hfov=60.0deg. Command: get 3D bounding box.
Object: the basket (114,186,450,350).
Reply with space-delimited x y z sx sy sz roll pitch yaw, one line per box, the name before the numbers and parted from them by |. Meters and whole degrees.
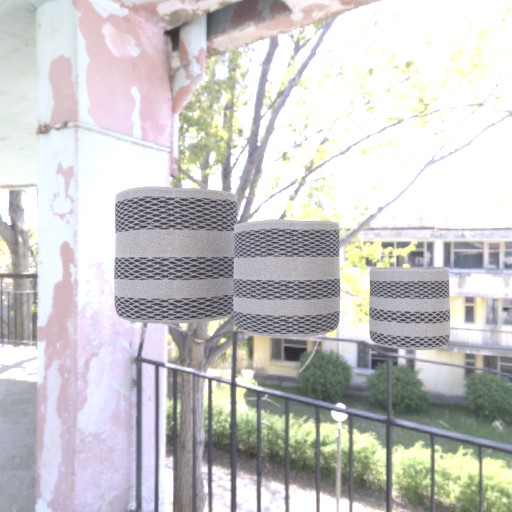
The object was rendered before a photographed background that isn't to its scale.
basket | 0.000 0.000 1.117 0.917 0.356 0.351 0 0 37
